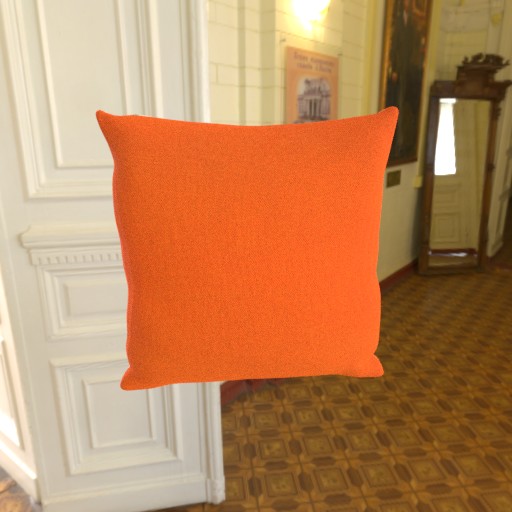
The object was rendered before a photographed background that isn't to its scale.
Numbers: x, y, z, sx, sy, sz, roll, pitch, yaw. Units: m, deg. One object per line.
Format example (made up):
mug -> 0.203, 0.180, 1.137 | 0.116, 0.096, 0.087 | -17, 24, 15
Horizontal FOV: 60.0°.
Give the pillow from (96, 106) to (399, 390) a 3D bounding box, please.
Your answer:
pillow -> 0.000, 0.000, 0.685 | 0.440, 0.441, 0.182 | -2, 16, -7
